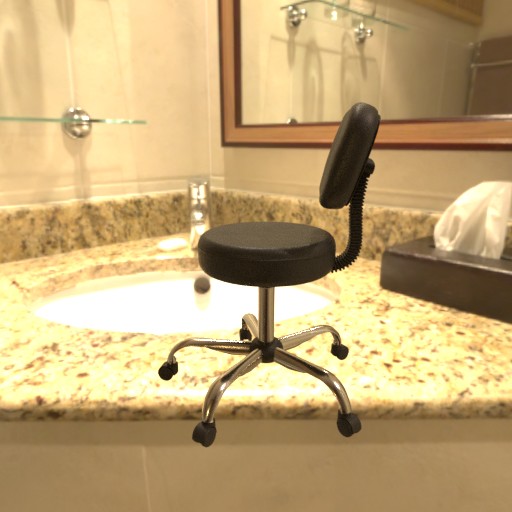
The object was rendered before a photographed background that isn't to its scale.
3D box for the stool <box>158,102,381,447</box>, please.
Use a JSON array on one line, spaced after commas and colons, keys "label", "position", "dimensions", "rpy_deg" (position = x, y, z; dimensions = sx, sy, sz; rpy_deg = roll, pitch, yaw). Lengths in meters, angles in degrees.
[{"label": "stool", "position": [0.000, 0.000, 1.331], "dimensions": [0.648, 0.862, 0.673], "rpy_deg": [2, 15, 7]}]
